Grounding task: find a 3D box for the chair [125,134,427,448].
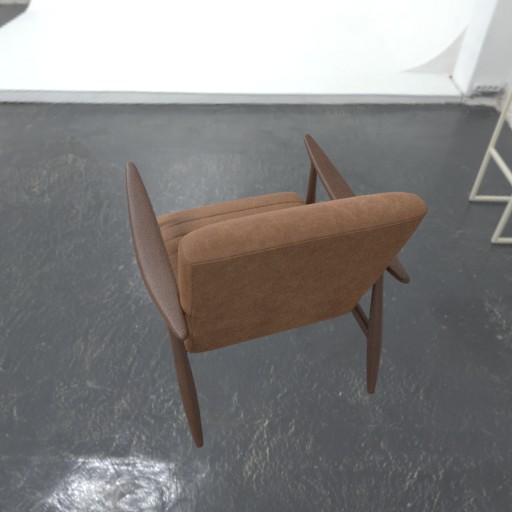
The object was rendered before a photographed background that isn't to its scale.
[{"bbox_3d":[0.000,0.000,1.452,0.741,0.832,0.798,-12,43,-13],"label":"chair"}]
